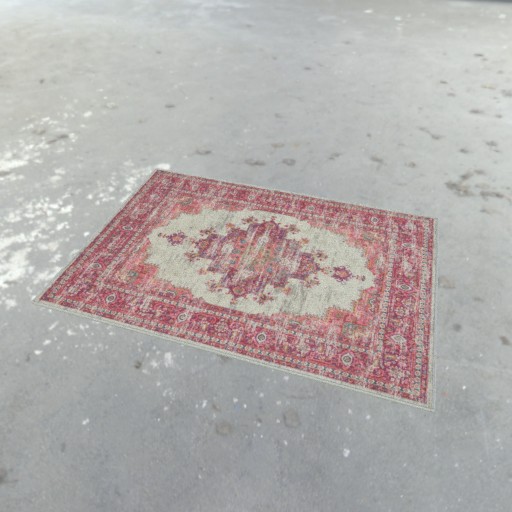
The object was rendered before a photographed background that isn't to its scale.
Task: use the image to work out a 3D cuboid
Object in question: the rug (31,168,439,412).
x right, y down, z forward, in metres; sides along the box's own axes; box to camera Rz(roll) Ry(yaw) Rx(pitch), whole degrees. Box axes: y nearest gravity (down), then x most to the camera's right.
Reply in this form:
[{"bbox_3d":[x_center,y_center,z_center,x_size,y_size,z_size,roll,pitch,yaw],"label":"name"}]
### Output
[{"bbox_3d":[0.000,0.000,2.232,1.747,0.011,1.217,12,43,13],"label":"rug"}]
